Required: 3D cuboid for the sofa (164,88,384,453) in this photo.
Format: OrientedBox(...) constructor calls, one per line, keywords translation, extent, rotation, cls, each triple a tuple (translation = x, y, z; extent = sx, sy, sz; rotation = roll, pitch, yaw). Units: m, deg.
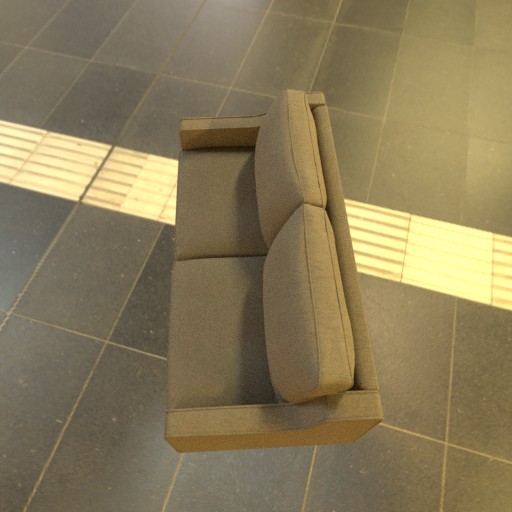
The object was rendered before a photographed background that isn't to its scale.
OrientedBox(translation=(0.000, 0.000, 2.819), extent=(1.073, 1.074, 2.181), rotation=(-3, 59, -2), cls="sofa")
